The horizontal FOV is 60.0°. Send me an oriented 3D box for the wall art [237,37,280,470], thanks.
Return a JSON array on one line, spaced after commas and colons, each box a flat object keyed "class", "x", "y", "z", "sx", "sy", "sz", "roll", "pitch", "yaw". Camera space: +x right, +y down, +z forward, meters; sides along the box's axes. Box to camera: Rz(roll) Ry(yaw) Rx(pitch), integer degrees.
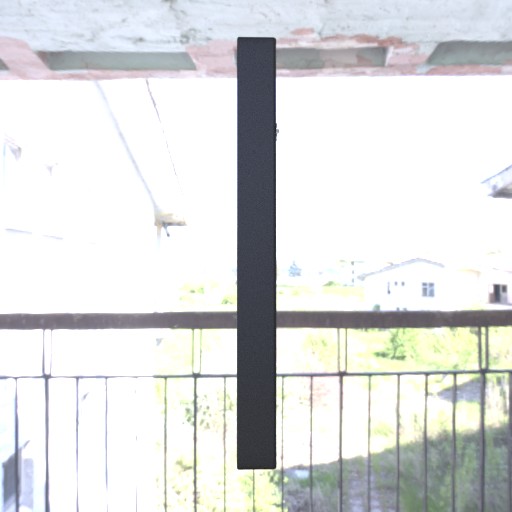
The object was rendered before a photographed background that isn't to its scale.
[{"class": "wall art", "x": 0.000, "y": 0.000, "z": 0.616, "sx": 0.041, "sy": 0.407, "sz": 0.406, "roll": 0, "pitch": -1, "yaw": -1}]
